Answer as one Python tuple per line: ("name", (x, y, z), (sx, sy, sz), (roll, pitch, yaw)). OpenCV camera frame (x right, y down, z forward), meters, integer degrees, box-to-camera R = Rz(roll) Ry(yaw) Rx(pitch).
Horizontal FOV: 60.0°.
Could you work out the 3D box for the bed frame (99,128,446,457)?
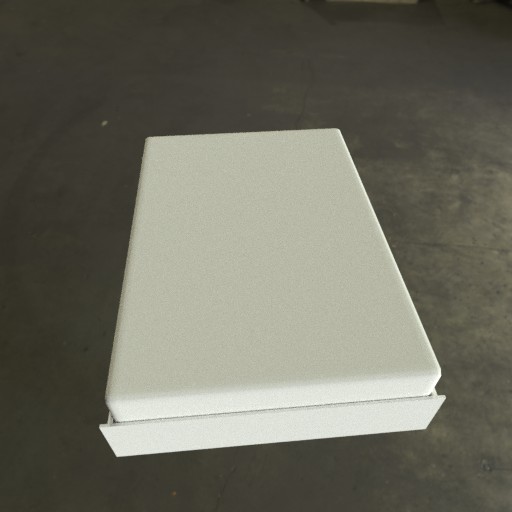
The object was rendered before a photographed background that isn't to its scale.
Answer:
("bed frame", (0.000, 0.000, 2.559), (1.445, 0.497, 1.945), (-4, 46, -4))
